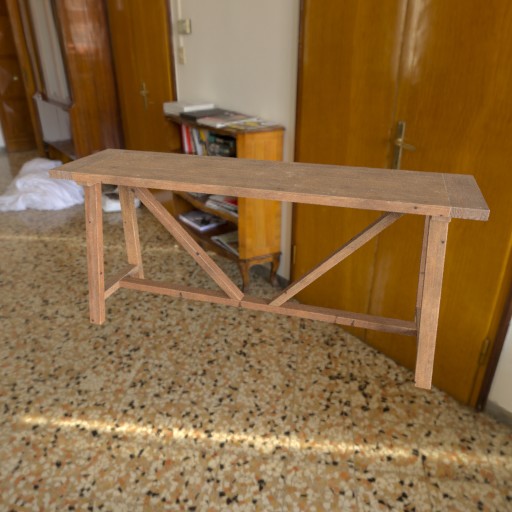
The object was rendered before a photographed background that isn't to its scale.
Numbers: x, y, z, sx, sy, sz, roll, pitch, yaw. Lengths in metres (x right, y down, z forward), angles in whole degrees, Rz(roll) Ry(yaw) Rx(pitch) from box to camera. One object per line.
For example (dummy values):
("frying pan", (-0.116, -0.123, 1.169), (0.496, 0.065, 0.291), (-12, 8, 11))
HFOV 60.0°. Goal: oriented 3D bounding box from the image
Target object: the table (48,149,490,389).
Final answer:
("table", (0.000, 0.000, 2.114), (1.800, 0.810, 0.465), (8, 27, 15))
